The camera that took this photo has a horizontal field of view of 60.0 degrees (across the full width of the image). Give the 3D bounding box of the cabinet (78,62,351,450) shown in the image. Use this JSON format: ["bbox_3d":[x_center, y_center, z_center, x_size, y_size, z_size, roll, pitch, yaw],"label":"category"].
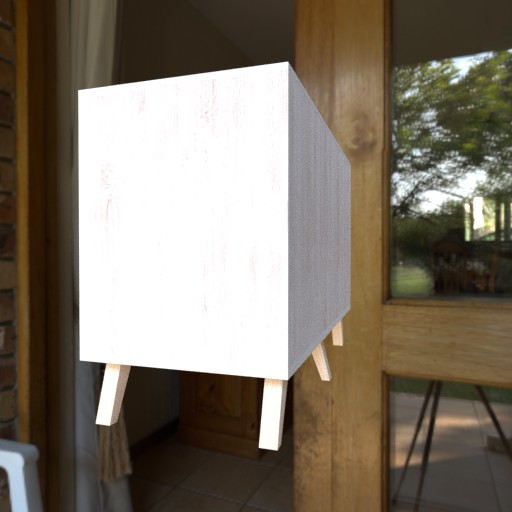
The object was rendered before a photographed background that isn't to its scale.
[{"bbox_3d":[0.000,0.000,1.480,0.500,0.780,1.110,0,1,18],"label":"cabinet"}]
